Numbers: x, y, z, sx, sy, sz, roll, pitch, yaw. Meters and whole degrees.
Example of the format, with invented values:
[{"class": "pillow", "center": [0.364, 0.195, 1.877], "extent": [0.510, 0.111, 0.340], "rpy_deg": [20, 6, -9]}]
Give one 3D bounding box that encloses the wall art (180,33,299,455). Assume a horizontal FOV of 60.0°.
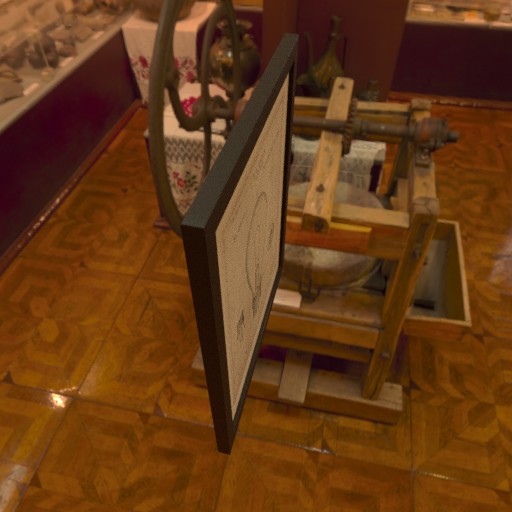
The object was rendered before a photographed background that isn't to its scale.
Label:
[{"class": "wall art", "center": [0.000, 0.000, 0.691], "extent": [0.021, 0.509, 0.430], "rpy_deg": [10, 47, 10]}]
